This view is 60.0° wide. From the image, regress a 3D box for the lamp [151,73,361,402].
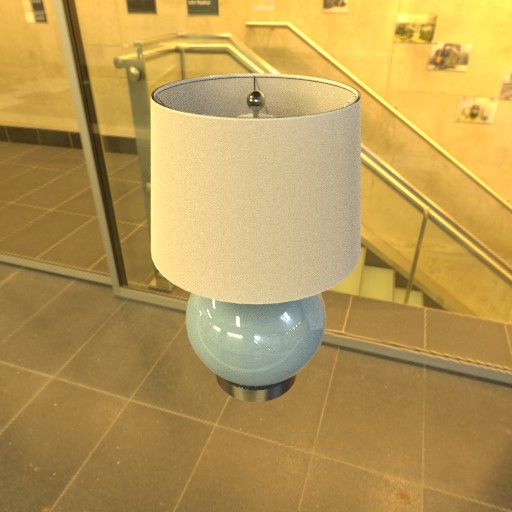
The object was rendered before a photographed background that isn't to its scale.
[{"bbox_3d":[0.000,0.000,0.543,0.247,0.387,0.247,0,32,0],"label":"lamp"}]
